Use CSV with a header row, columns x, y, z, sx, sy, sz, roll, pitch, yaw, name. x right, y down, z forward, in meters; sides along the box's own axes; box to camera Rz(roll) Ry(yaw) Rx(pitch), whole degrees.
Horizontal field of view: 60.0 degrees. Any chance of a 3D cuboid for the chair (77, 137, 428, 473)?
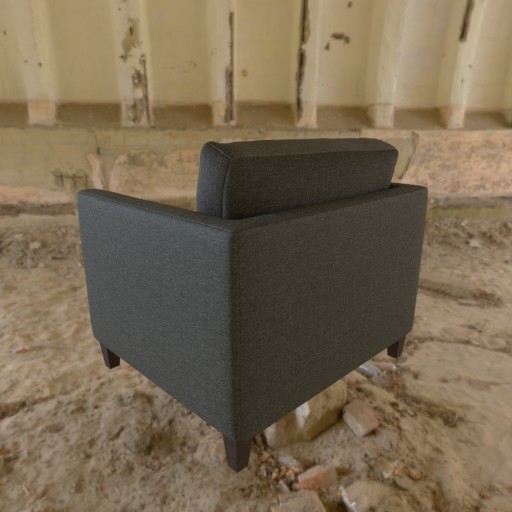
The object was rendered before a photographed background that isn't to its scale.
x,y,z,sx,sy,sz,roll,pitch,yaw,name
0.000,0.000,1.834,1.107,0.963,0.959,-16,23,-42,chair
